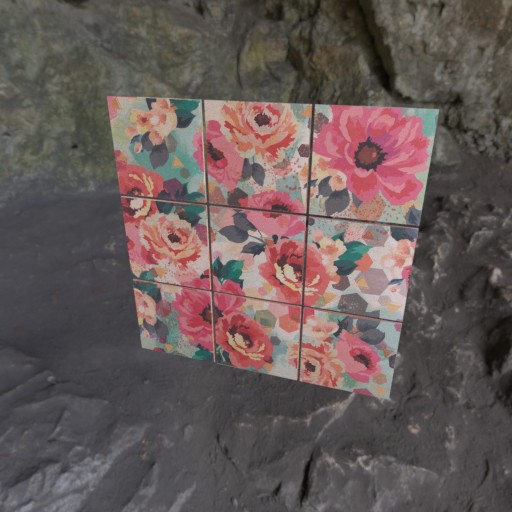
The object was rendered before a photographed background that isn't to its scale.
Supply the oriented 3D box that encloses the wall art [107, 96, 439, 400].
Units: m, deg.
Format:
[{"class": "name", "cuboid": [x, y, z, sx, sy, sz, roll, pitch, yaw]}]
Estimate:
[{"class": "wall art", "cuboid": [0.000, 0.000, 2.295, 1.521, 1.519, 0.013, 8, 27, 16]}]
